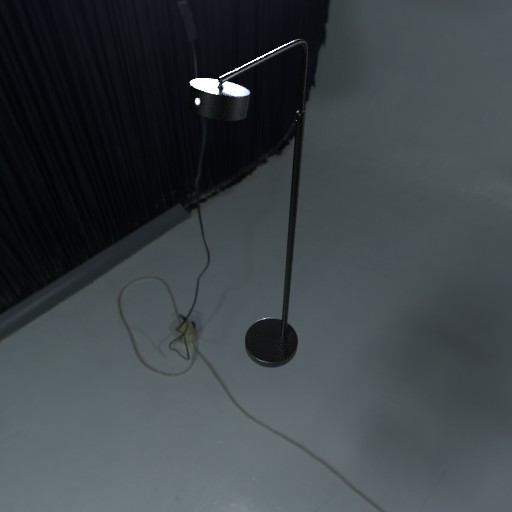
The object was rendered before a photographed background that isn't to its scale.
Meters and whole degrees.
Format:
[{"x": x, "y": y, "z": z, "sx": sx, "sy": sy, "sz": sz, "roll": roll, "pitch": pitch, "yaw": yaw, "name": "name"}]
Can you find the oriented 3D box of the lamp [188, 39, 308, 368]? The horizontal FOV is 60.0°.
[{"x": 0.000, "y": 0.000, "z": 1.366, "sx": 0.219, "sy": 1.230, "sz": 0.418, "roll": 31, "pitch": 54, "yaw": 26, "name": "lamp"}]
